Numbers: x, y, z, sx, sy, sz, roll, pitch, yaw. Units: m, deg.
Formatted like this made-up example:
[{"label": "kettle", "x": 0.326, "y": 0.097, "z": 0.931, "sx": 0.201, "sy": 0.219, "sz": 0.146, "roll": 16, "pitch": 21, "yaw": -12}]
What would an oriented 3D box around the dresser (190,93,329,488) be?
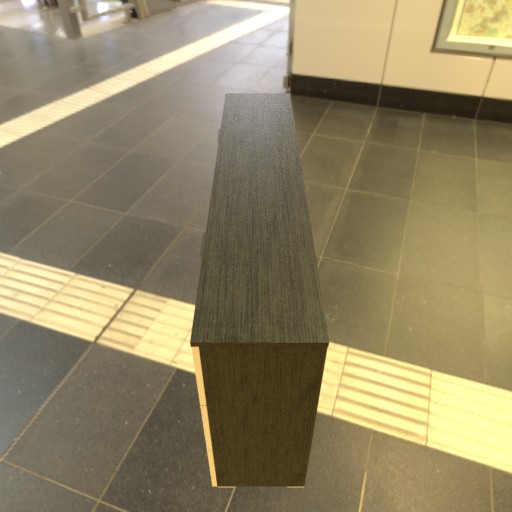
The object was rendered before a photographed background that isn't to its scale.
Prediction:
[{"label": "dresser", "x": 0.000, "y": 0.000, "z": 1.846, "sx": 0.333, "sy": 0.790, "sz": 1.535, "roll": 0, "pitch": 40, "yaw": 0}]
